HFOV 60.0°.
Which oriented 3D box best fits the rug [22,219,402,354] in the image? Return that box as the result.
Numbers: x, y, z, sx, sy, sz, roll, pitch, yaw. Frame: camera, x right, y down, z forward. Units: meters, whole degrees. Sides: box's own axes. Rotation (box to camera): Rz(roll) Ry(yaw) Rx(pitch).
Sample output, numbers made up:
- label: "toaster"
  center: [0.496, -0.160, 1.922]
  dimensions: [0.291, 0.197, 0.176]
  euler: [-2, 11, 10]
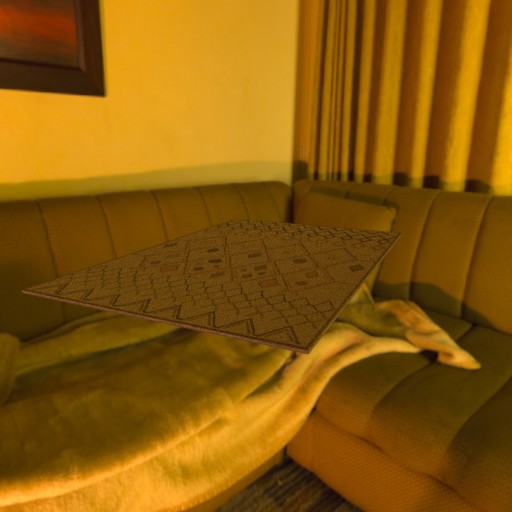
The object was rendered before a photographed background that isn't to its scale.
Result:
- label: "rug"
  center: [0.000, 0.000, 2.326]
  dimensions: [1.219, 0.016, 1.829]
  euler: [7, 16, 25]
